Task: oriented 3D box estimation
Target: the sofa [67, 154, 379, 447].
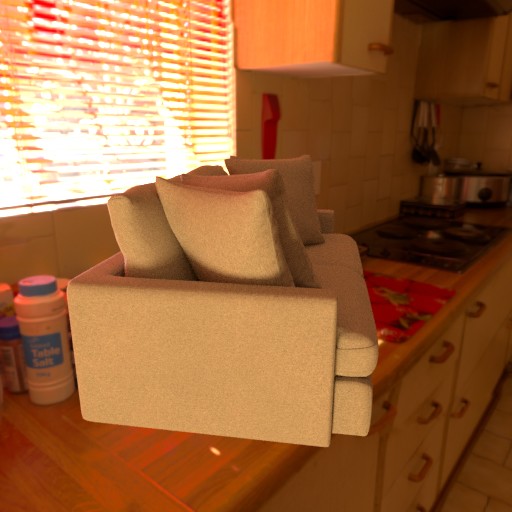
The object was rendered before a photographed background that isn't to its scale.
[{"bbox_3d":[0.000,0.000,2.527,1.228,1.080,1.869,3,16,9],"label":"sofa"}]
